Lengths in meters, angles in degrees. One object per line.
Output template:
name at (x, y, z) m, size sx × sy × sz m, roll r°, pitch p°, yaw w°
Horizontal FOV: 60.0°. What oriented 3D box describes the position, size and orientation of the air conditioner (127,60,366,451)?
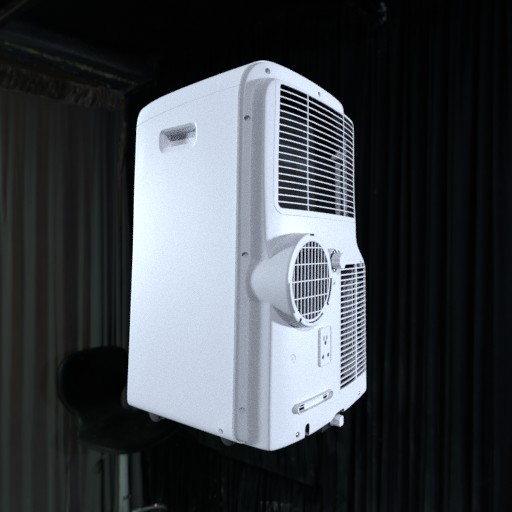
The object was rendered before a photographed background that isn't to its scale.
air conditioner at (0.000, 0.000, 1.083) m, size 0.467 × 0.765 × 0.478 m, roll 1°, pitch 1°, yaw 35°
